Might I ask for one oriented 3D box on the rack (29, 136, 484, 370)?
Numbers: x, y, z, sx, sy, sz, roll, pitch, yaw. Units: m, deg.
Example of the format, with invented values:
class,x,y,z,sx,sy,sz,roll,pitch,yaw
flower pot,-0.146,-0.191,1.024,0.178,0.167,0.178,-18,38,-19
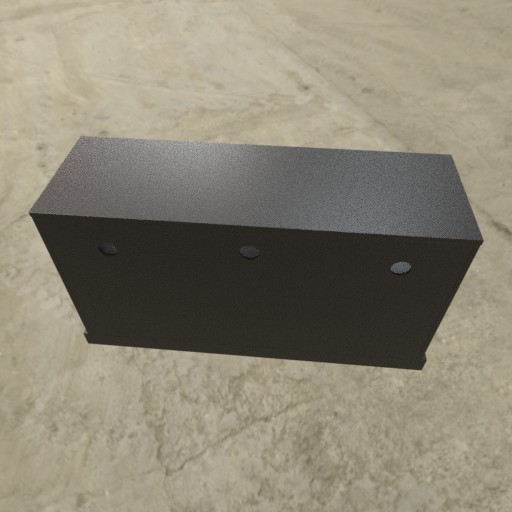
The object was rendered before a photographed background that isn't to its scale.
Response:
class,x,y,z,sx,sy,sz,roll,pitch,yaw
rack,0.000,0.000,1.505,1.206,0.635,0.399,4,46,4
